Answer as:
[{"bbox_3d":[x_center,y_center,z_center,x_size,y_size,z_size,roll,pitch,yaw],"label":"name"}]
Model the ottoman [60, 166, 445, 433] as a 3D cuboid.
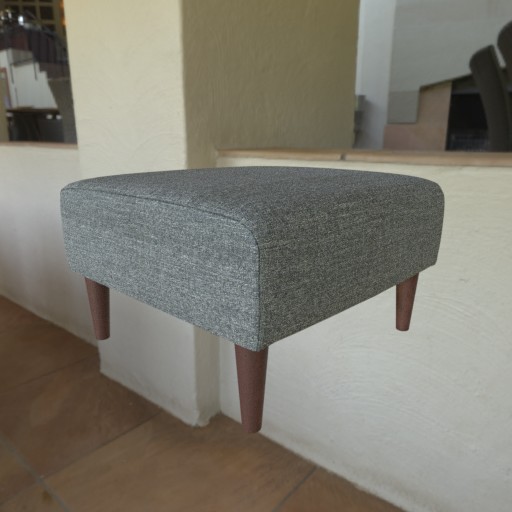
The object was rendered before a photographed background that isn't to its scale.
[{"bbox_3d":[0.000,0.000,1.055,0.648,0.399,0.655,14,20,42],"label":"ottoman"}]
